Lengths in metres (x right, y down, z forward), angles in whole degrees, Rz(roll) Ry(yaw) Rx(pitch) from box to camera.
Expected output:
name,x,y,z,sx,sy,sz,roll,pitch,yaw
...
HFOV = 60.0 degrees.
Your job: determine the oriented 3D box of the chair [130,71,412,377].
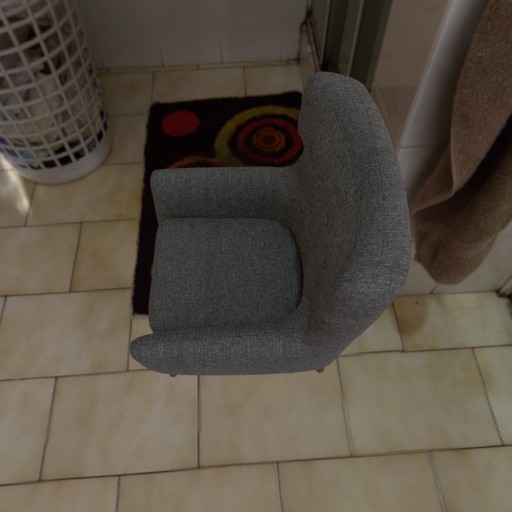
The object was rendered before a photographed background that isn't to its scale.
name,x,y,z,sx,sy,sz,roll,pitch,yaw
chair,0.000,0.000,1.756,0.904,1.063,0.878,-1,59,-1
